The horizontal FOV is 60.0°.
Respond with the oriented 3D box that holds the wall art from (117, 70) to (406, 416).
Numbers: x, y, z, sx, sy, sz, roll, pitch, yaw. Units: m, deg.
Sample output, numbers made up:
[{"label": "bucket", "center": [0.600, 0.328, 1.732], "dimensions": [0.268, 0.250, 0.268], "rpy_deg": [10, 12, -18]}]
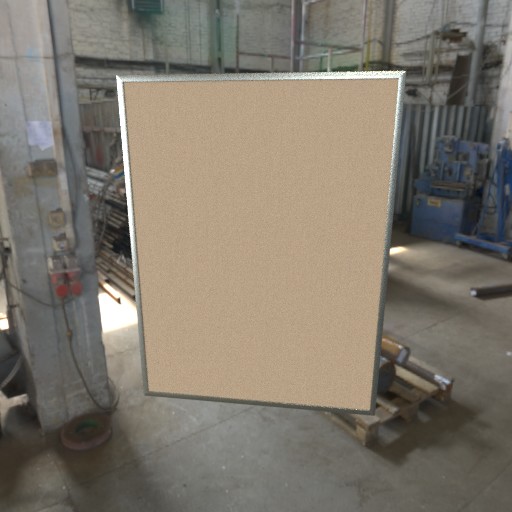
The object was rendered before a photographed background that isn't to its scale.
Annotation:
[{"label": "wall art", "center": [0.000, 0.000, 1.390], "dimensions": [0.803, 1.062, 0.041], "rpy_deg": [2, 17, 8]}]
